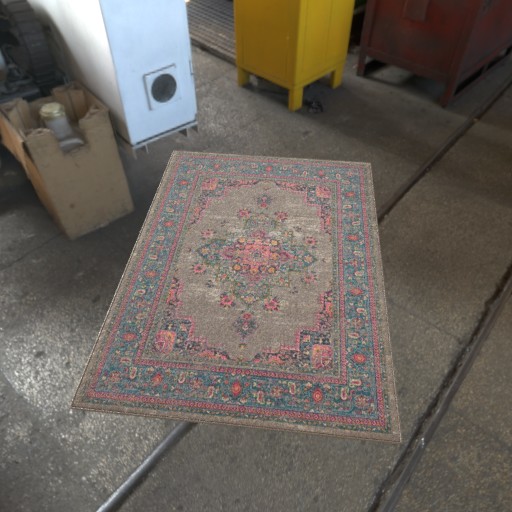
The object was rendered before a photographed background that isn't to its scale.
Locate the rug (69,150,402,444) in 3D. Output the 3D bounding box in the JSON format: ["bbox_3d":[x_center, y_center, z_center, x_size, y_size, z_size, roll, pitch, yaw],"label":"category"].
[{"bbox_3d":[0.000,0.000,2.857,1.609,0.013,2.214,5,48,4],"label":"rug"}]
